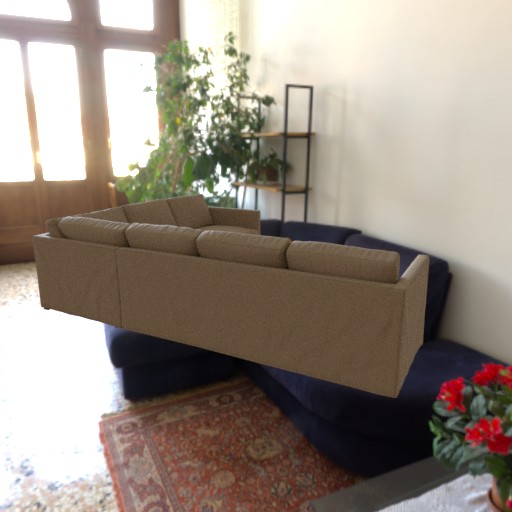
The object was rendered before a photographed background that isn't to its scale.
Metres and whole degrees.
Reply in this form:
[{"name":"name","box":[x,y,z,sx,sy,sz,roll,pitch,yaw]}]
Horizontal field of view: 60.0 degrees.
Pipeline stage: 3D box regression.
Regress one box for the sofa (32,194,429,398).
[{"name":"sofa","box":[0.000,0.000,4.229,3.182,0.871,2.432,7,16,27]}]
